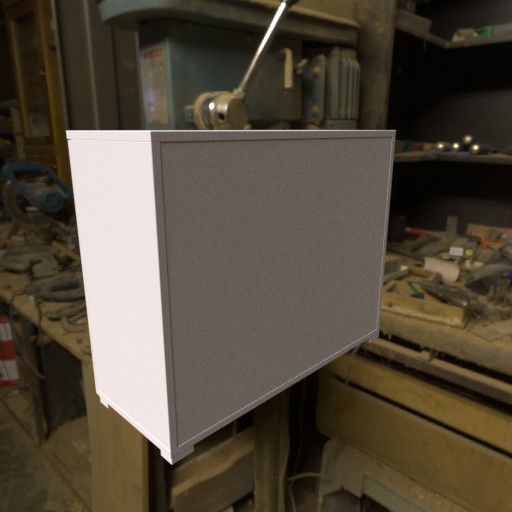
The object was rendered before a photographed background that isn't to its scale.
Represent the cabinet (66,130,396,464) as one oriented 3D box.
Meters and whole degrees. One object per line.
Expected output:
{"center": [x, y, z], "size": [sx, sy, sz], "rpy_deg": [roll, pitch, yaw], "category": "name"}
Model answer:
{"center": [0.000, 0.000, 1.468], "size": [0.400, 0.800, 1.000], "rpy_deg": [15, 22, 43], "category": "cabinet"}
